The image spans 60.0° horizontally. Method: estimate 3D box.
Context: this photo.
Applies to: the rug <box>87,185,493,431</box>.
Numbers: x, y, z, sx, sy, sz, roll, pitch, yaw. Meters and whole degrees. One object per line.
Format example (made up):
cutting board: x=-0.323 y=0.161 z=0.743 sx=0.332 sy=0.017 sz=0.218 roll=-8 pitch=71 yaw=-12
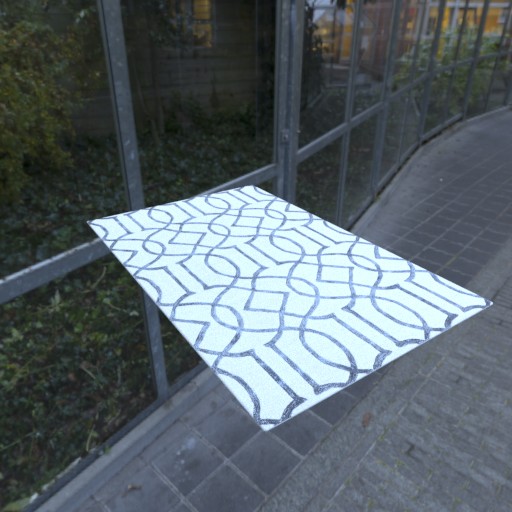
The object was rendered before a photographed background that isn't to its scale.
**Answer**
rug: x=0.000 y=0.000 z=2.894 sx=1.521 sy=0.017 sz=2.365 roll=-18 pitch=33 yaw=-30
